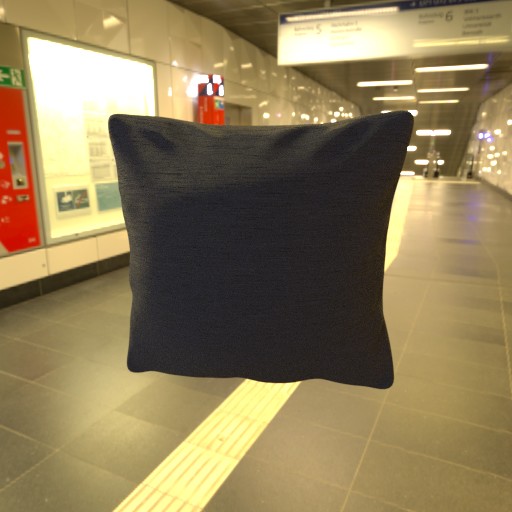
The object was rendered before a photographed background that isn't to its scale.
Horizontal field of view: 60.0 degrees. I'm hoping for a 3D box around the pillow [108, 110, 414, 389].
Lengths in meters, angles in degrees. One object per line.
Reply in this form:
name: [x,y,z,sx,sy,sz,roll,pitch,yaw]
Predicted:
pillow: [0.000,0.000,0.667,0.432,0.414,0.246,2,14,7]
